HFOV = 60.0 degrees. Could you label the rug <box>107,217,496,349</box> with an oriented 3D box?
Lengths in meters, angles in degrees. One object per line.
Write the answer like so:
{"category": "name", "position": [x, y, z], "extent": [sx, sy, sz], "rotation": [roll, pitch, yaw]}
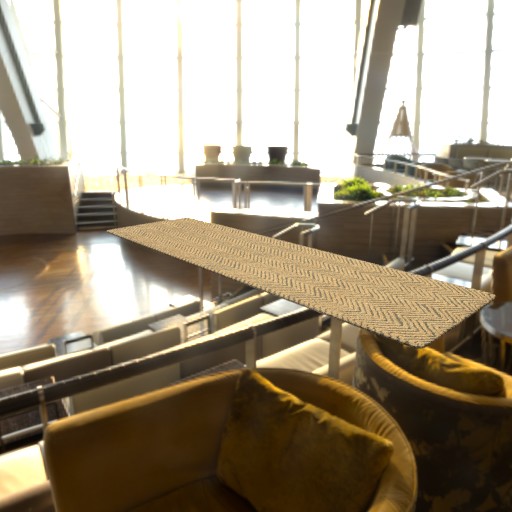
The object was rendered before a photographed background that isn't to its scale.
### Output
{"category": "rug", "position": [0.000, 0.000, 2.461], "extent": [0.686, 0.008, 2.286], "rotation": [-15, 22, -41]}
